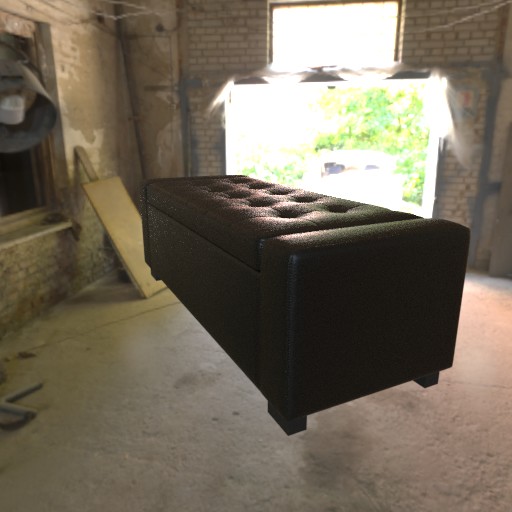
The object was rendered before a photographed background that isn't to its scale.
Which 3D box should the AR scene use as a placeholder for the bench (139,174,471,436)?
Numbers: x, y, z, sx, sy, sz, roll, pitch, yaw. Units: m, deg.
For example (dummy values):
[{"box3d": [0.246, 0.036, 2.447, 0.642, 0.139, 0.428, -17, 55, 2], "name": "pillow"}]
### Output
[{"box3d": [0.000, 0.000, 1.547, 0.508, 0.445, 1.296, -8, 18, -25], "name": "bench"}]
